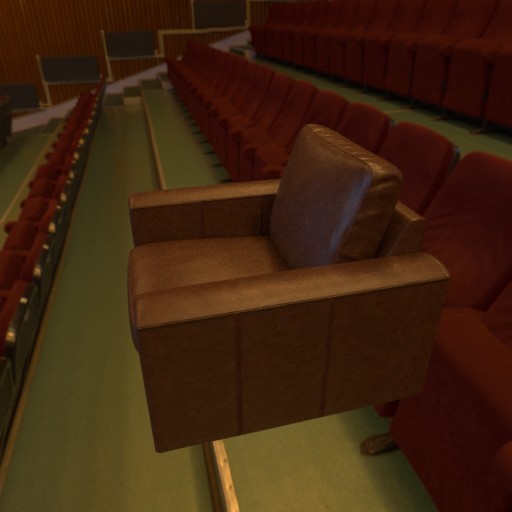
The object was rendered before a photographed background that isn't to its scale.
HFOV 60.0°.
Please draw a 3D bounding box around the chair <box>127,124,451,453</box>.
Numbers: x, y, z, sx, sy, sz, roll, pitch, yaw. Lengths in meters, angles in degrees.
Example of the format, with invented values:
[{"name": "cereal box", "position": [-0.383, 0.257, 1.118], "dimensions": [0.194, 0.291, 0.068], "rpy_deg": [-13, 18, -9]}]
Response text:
[{"name": "chair", "position": [0.000, 0.000, 1.757], "dimensions": [1.016, 0.873, 1.005], "rpy_deg": [-8, 30, -13]}]
